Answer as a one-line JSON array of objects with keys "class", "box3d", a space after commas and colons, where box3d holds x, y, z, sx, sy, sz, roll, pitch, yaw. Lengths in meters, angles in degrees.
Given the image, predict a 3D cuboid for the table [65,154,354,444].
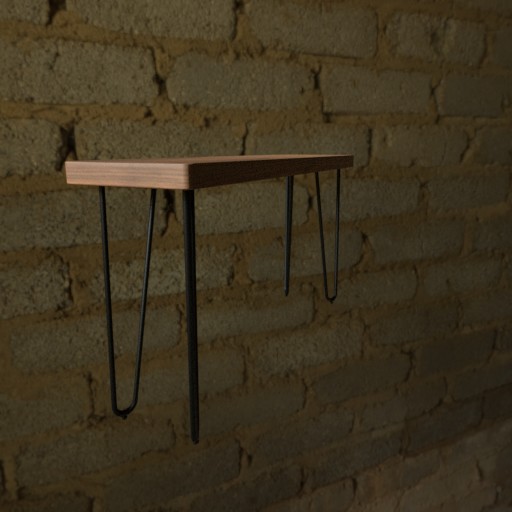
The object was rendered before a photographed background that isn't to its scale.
[{"class": "table", "box3d": [0.000, 0.000, 1.914, 0.425, 0.834, 1.570, 7, 15, 26]}]
